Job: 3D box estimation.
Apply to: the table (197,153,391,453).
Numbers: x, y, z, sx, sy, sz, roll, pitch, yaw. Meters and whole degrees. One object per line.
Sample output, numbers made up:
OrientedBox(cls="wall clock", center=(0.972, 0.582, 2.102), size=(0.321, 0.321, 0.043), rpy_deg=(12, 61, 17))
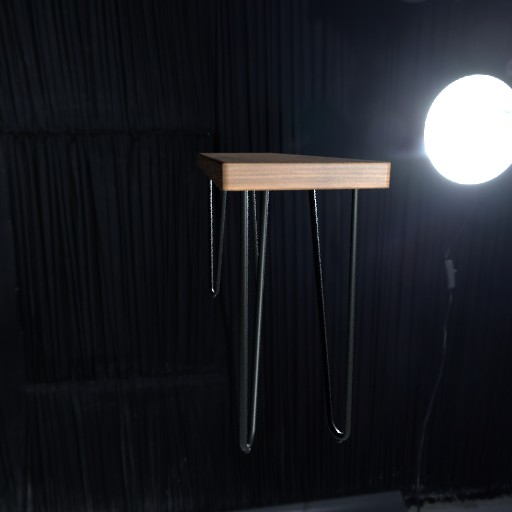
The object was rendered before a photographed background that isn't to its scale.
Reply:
OrientedBox(cls="table", center=(0.000, 0.000, 1.892), size=(0.425, 0.834, 1.570), rpy_deg=(-2, 14, -9))
